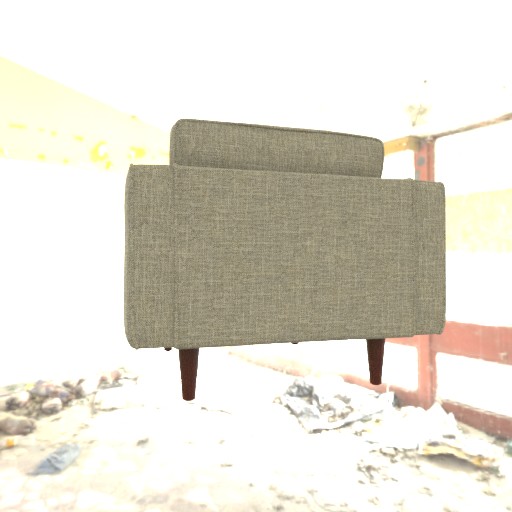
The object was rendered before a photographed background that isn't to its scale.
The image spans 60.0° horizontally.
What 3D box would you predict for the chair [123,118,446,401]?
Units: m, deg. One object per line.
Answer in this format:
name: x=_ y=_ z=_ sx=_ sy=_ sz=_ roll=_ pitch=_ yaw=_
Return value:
chair: x=0.000 y=0.000 z=1.558 sx=0.889 sy=0.765 sz=0.914 roll=0 pitch=-1 yaw=-16
